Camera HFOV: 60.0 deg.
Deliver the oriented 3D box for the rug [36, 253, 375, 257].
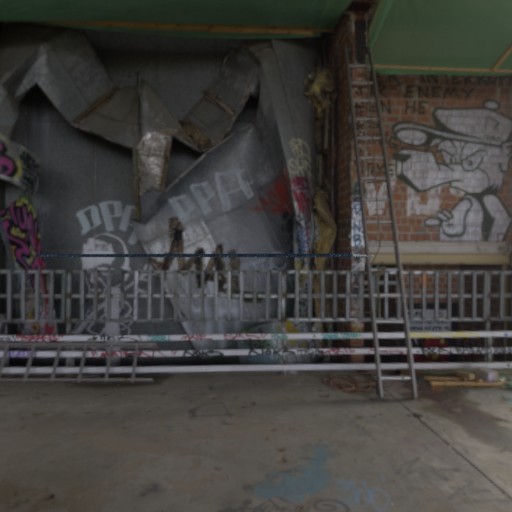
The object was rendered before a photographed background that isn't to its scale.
[{"bbox_3d":[0.000,0.000,3.098,1.530,0.015,2.449,0,0,17],"label":"rug"}]
